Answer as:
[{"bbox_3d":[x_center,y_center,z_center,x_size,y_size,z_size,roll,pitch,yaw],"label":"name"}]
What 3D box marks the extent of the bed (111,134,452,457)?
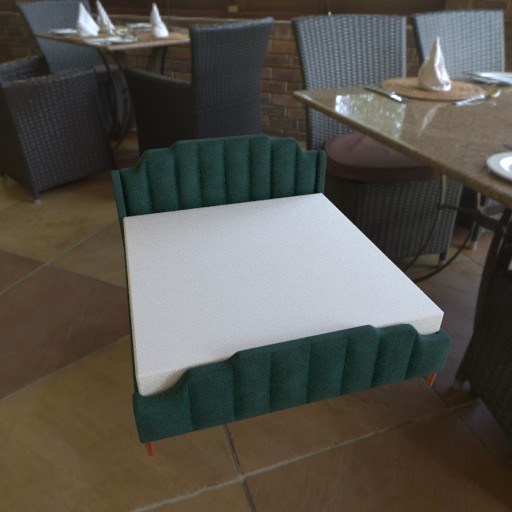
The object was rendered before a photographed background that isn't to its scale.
[{"bbox_3d":[0.000,0.000,3.531,2.074,1.245,2.340,-9,33,-14],"label":"bed"}]
